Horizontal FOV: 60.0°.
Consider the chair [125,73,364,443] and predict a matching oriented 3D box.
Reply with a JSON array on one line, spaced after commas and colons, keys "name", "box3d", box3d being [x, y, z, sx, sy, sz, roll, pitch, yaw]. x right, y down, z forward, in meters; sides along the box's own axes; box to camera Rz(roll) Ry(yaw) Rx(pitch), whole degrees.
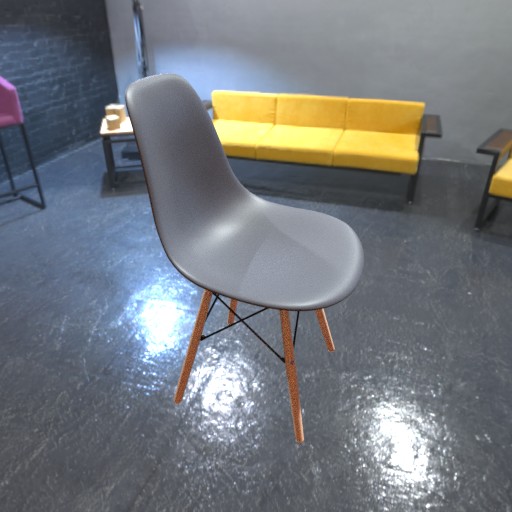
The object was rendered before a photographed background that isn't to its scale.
[{"name": "chair", "box3d": [0.000, 0.000, 1.129, 0.533, 0.826, 0.470, 11, 33, 18]}]
